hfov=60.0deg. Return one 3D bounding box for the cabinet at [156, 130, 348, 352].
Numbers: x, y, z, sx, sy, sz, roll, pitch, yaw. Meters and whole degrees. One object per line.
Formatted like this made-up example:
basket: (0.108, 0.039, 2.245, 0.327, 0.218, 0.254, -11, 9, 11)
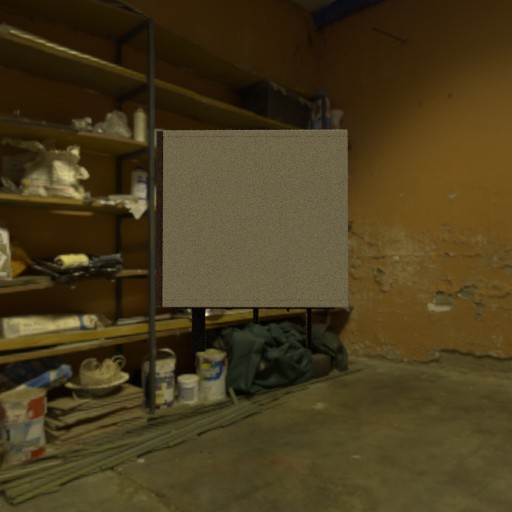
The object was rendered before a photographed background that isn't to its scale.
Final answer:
cabinet: (0.000, 0.000, 1.741, 0.431, 0.533, 1.499, 0, -1, 1)
